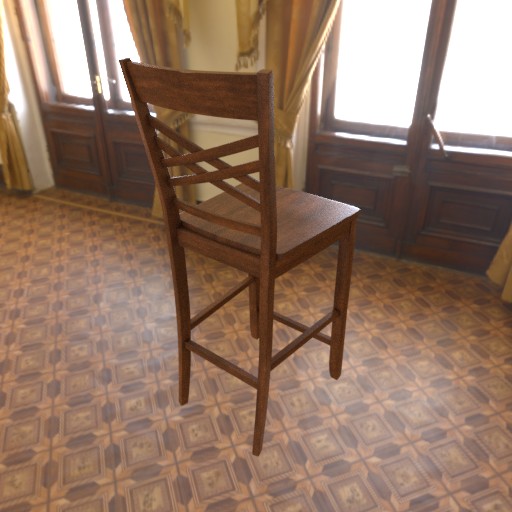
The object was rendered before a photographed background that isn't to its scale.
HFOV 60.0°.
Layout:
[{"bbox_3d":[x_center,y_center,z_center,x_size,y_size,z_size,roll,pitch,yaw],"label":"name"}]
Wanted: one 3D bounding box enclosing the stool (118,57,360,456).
[{"bbox_3d":[0.000,0.000,1.326,0.426,1.098,0.504,21,35,33],"label":"stool"}]
